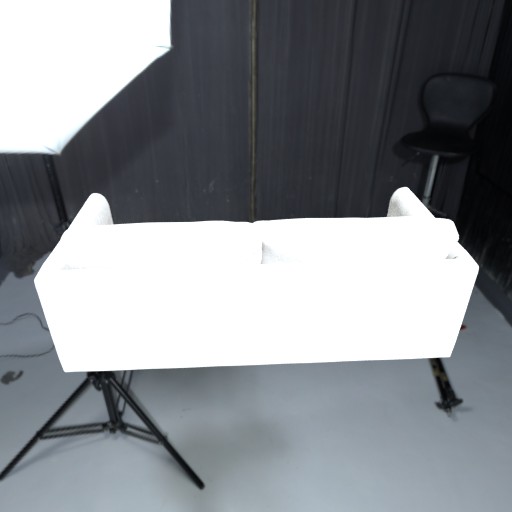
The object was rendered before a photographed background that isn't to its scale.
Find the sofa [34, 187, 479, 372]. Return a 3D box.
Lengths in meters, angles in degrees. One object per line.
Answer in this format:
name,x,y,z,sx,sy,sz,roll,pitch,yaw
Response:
sofa,0.000,0.000,2.779,2.588,0.838,1.090,-2,31,-3
